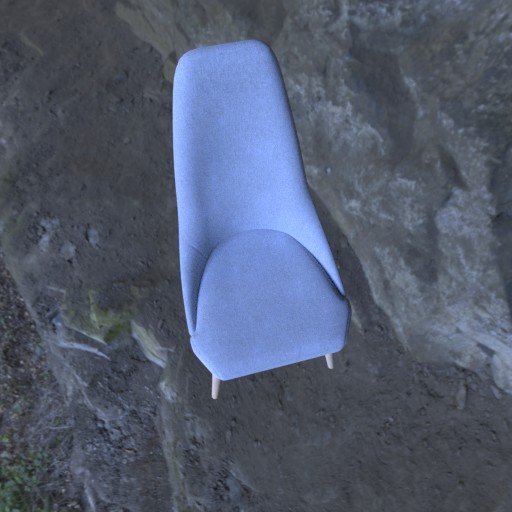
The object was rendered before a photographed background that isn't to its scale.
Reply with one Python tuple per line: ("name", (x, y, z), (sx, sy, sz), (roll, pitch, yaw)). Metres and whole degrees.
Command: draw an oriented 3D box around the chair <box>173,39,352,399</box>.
("chair", (0.000, 0.000, 1.395), (0.510, 1.040, 0.660), (-13, 63, -7))
